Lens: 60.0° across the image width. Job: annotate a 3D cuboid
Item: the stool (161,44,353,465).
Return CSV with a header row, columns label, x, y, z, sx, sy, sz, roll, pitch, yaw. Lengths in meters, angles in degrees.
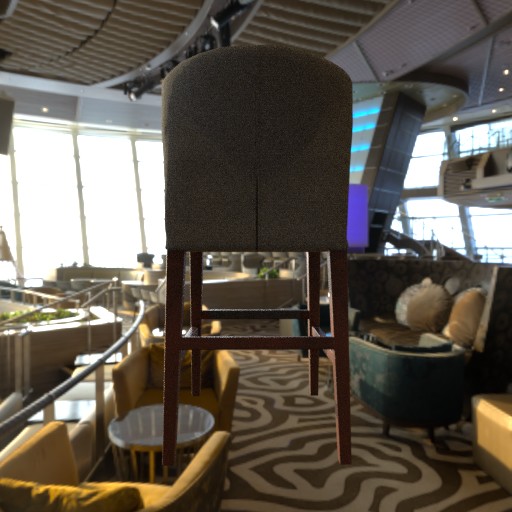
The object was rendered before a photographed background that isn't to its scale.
label,x,y,z,sx,sy,sz,roll,pitch,yaw
stool,0.000,0.000,1.281,0.479,0.968,0.568,0,1,-1
